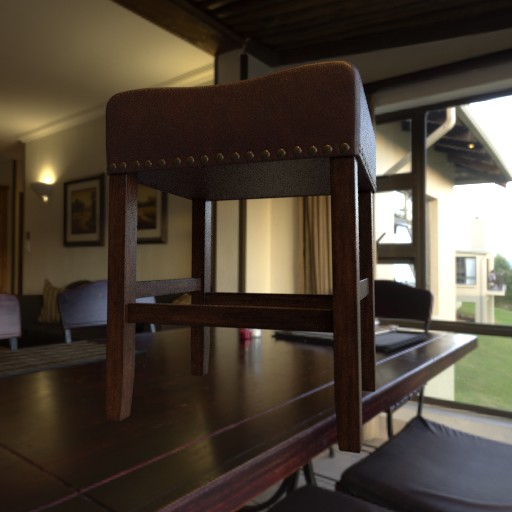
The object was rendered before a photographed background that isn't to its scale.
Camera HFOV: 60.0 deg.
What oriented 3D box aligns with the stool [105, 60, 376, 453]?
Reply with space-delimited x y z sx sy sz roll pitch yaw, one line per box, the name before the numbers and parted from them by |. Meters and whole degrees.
stool | 0.000 0.000 0.925 0.465 0.608 0.397 0 -1 19
